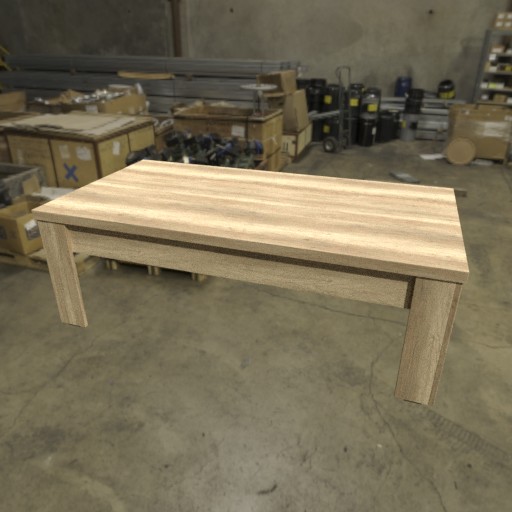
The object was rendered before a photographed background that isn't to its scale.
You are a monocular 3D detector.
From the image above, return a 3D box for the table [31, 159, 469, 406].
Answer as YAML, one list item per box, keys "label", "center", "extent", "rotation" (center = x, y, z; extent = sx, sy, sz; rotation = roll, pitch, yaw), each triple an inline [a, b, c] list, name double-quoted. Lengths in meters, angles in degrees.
- label: "table"
  center: [0.000, 0.000, 1.688]
  extent: [1.350, 0.460, 0.700]
  rotation: [9, 28, 17]
